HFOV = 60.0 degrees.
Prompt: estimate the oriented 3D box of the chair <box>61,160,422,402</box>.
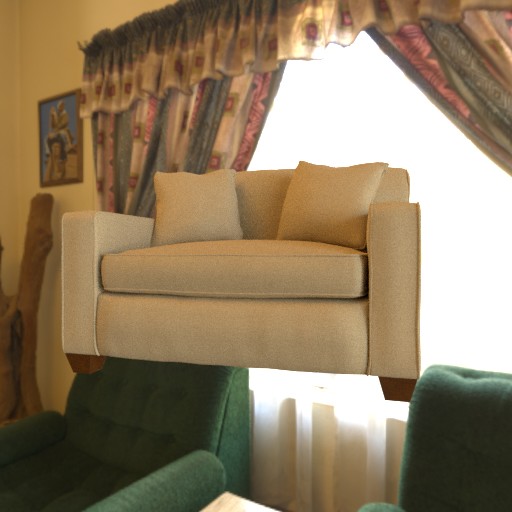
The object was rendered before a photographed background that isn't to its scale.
[{"bbox_3d":[0.000,0.000,2.033,1.383,0.948,1.000,0,1,16],"label":"chair"}]
